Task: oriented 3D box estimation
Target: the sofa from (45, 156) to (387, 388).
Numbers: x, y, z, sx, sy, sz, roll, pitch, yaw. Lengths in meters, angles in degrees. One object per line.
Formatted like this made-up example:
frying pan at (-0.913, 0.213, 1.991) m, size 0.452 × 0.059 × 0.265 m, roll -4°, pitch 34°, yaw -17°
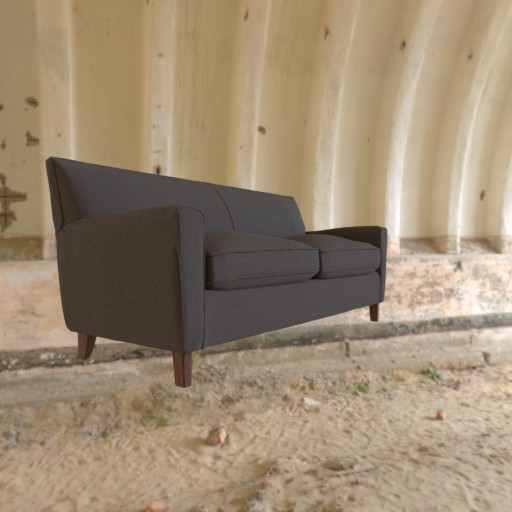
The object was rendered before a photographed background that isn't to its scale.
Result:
sofa at (0.000, 0.000, 2.506) m, size 0.843 × 0.907 × 2.002 m, roll 1°, pitch 1°, yaw 37°
